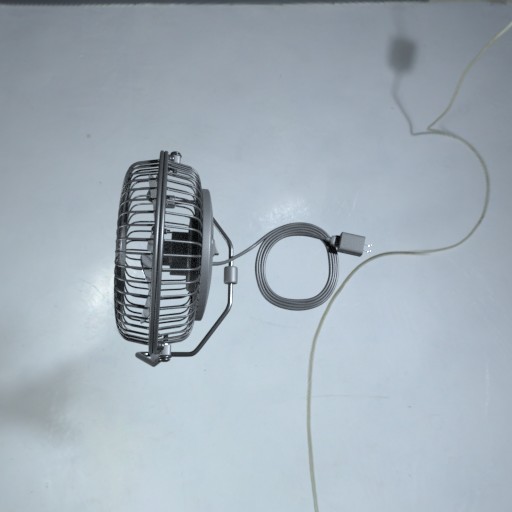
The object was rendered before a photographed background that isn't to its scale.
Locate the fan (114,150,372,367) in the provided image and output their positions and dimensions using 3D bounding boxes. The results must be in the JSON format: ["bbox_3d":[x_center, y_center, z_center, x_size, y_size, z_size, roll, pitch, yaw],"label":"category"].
[{"bbox_3d":[0.000,0.000,0.313,0.202,0.152,0.153,0,76,0],"label":"fan"}]
